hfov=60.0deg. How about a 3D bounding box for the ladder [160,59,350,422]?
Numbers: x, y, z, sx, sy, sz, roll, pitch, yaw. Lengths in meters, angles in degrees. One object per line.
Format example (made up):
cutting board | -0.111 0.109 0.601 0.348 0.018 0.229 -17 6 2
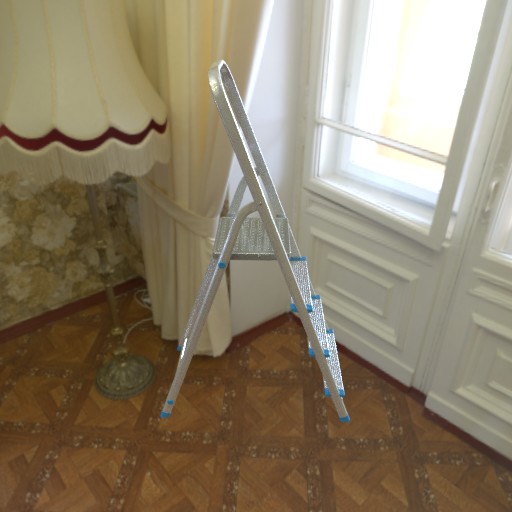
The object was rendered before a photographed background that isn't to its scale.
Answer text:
ladder | 0.000 0.000 1.776 0.842 1.434 0.445 1 32 1
